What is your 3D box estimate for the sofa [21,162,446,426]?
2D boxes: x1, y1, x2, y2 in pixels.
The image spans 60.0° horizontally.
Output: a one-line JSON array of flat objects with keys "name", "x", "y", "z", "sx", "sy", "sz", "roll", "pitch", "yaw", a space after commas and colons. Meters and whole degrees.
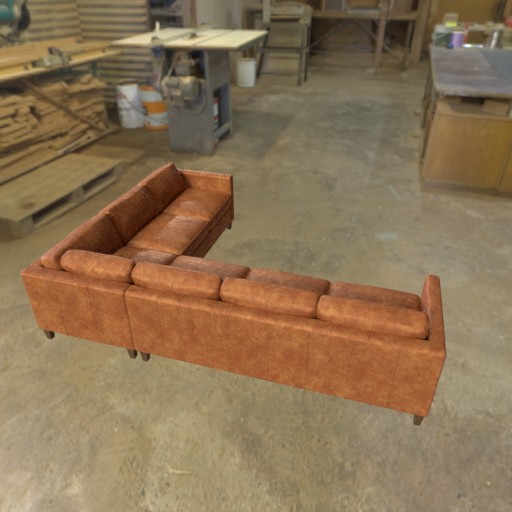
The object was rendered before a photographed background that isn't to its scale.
[{"name": "sofa", "x": 0.000, "y": 0.000, "z": 4.195, "sx": 3.167, "sy": 0.838, "sz": 2.438, "roll": 9, "pitch": 33, "yaw": 14}]
